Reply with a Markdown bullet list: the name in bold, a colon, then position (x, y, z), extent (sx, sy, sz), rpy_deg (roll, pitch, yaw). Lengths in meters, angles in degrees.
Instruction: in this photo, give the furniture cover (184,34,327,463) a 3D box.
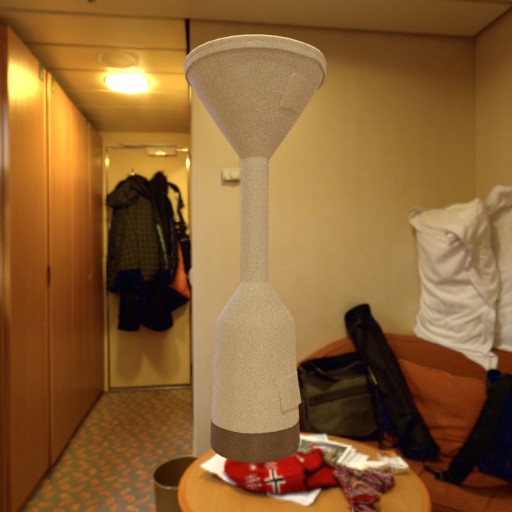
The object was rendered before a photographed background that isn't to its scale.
- **furniture cover**: position (0.000, 0.000, 2.855), extent (0.914, 2.413, 0.914), rpy_deg (0, 0, 36)
